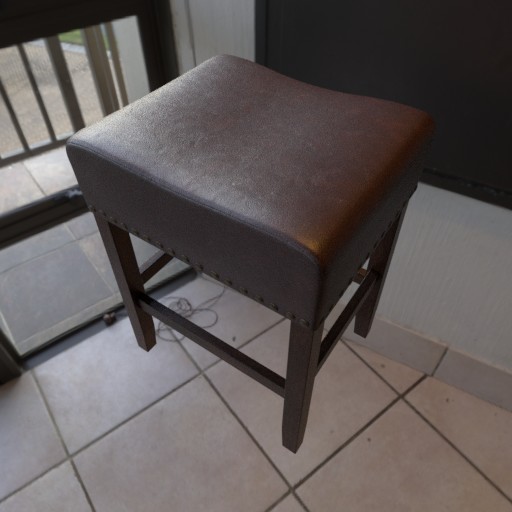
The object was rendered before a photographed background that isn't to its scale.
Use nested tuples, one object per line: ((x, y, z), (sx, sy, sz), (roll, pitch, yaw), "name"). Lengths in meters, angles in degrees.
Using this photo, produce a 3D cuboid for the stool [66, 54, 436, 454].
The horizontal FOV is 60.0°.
((0.000, 0.000, 0.911), (0.465, 0.608, 0.397), (26, 52, 23), "stool")
